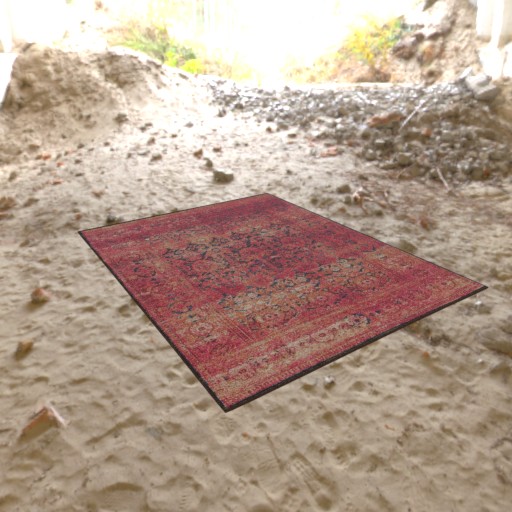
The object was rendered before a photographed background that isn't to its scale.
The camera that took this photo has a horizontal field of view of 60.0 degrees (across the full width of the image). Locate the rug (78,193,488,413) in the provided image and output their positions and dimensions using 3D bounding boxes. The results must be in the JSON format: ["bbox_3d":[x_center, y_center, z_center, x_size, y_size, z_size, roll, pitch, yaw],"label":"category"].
[{"bbox_3d":[0.000,0.000,4.043,2.411,0.020,3.032,-16,29,-30],"label":"rug"}]
